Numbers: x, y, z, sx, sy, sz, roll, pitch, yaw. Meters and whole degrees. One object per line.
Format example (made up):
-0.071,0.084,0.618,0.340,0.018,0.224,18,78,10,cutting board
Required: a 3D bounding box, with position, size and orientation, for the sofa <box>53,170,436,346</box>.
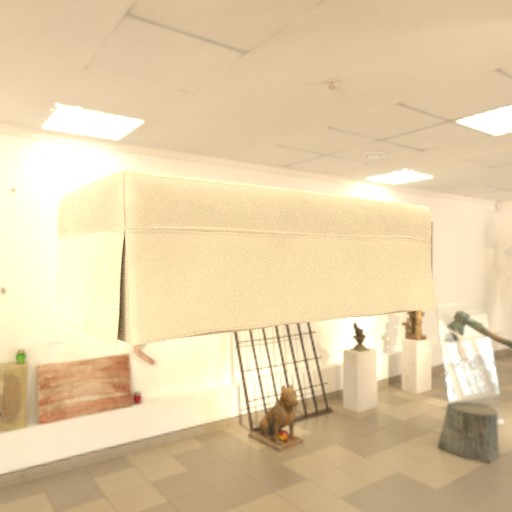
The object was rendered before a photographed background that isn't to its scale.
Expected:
0.000,0.000,2.141,1.677,0.552,0.939,0,-1,-36,sofa
